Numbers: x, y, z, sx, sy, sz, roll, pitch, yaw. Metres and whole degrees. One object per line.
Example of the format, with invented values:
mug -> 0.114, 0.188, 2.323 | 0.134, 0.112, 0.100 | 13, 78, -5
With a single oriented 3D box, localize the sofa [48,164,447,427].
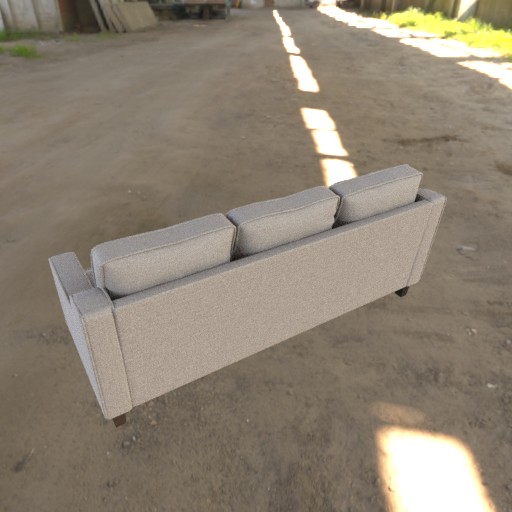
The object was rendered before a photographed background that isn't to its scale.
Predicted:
sofa -> 0.000, 0.000, 2.626 | 2.129, 0.950, 0.899 | -18, 36, -27
